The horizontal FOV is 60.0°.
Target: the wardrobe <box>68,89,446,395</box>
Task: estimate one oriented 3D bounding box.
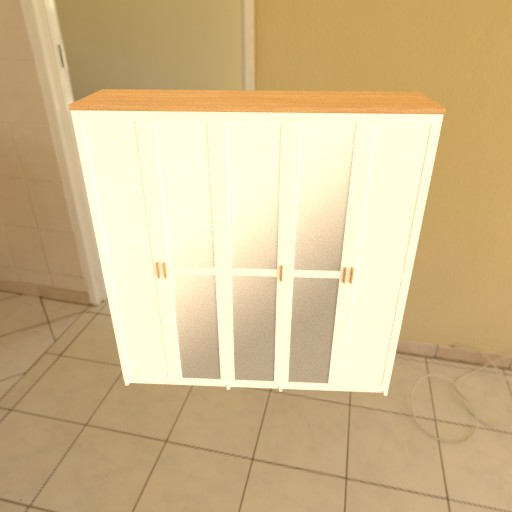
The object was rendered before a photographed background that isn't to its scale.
[{"bbox_3d":[0.000,0.000,3.322,2.160,2.260,0.590,1,29,3],"label":"wardrobe"}]
